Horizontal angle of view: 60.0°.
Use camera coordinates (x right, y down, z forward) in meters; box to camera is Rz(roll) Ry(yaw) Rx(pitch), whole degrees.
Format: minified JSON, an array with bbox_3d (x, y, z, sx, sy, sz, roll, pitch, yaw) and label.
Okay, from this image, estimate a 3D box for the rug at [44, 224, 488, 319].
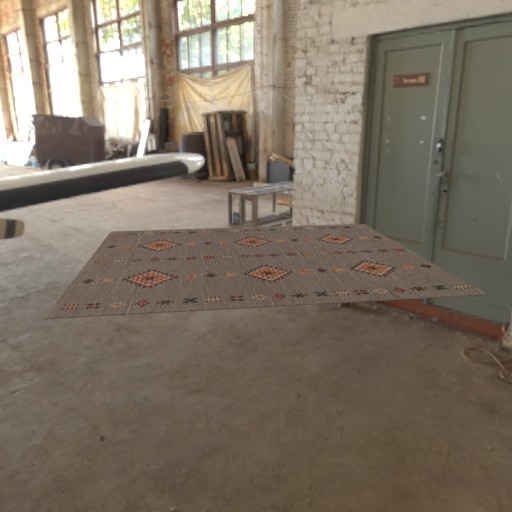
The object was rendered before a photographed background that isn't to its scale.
[{"bbox_3d":[0.000,0.000,4.143,3.035,0.008,2.425,-2,17,-8],"label":"rug"}]
